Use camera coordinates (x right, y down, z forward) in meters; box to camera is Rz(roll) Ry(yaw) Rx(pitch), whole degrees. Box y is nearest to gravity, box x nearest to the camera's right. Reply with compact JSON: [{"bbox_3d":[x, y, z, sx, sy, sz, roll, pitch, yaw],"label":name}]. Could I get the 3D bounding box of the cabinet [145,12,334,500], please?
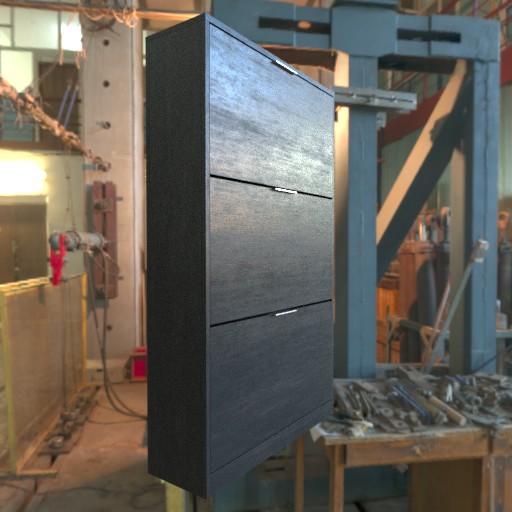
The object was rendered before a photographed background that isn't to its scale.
[{"bbox_3d":[0.000,0.000,1.531,0.250,1.280,0.750,1,2,36],"label":"cabinet"}]
